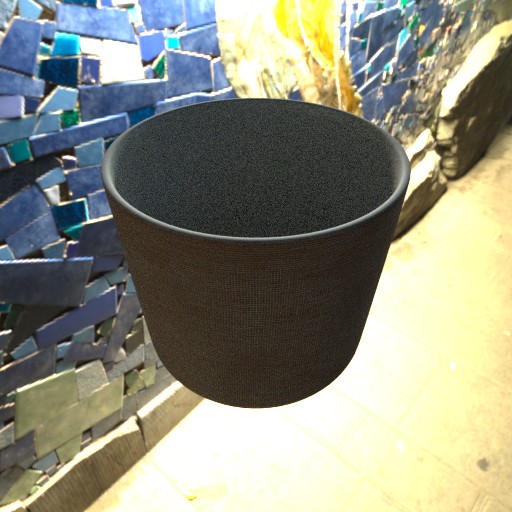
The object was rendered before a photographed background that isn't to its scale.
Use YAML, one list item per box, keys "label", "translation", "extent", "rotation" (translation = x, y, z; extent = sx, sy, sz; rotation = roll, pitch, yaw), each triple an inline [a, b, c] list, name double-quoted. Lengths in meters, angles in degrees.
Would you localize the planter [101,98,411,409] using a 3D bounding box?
- label: "planter"
  translation: [0.000, 0.000, 0.775]
  extent: [0.440, 0.398, 0.440]
  rotation: [0, 39, 0]
